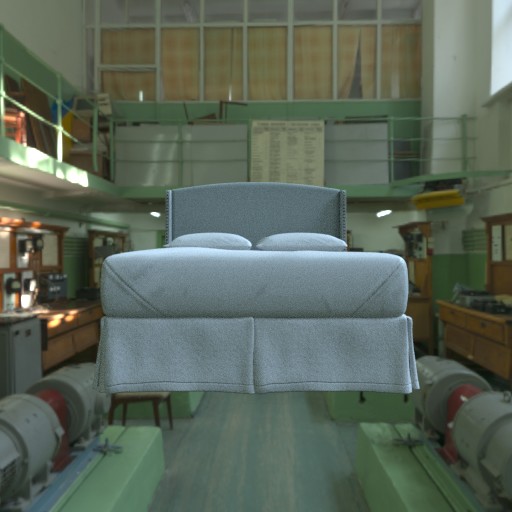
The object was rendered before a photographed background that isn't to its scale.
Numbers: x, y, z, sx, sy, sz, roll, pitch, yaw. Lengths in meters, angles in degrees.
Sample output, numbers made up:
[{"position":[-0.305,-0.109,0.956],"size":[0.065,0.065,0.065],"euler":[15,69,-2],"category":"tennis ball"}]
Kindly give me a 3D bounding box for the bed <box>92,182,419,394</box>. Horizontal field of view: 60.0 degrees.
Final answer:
[{"position":[0.000,0.000,3.292],"size":[1.710,1.407,2.237],"euler":[0,1,0],"category":"bed"}]
